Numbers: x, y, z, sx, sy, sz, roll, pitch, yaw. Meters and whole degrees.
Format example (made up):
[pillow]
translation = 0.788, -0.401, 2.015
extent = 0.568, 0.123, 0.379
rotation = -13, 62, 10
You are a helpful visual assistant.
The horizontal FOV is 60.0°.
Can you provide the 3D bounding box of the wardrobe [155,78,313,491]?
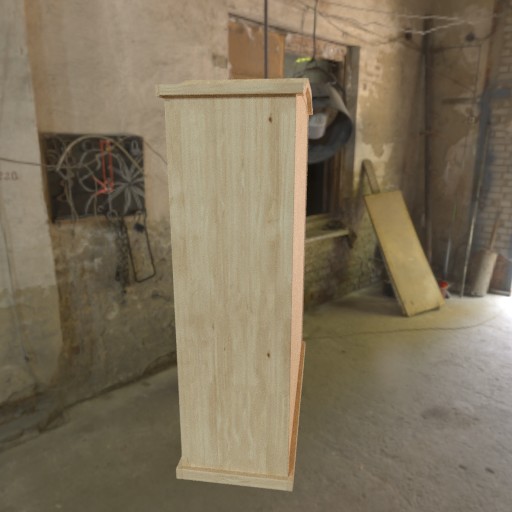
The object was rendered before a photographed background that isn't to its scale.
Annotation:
[wardrobe]
translation = 0.000, 0.000, 2.594
extent = 0.570, 1.870, 1.500
rotation = 2, 15, 8
